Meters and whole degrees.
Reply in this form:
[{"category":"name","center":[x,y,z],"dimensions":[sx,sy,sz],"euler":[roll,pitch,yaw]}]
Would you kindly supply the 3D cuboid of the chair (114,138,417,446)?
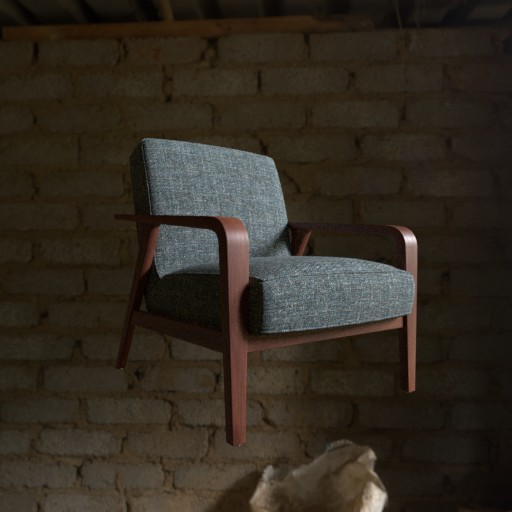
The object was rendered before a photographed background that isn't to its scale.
[{"category":"chair","center":[0.000,0.000,1.523],"dimensions":[0.719,0.864,0.889],"euler":[-1,1,-36]}]
